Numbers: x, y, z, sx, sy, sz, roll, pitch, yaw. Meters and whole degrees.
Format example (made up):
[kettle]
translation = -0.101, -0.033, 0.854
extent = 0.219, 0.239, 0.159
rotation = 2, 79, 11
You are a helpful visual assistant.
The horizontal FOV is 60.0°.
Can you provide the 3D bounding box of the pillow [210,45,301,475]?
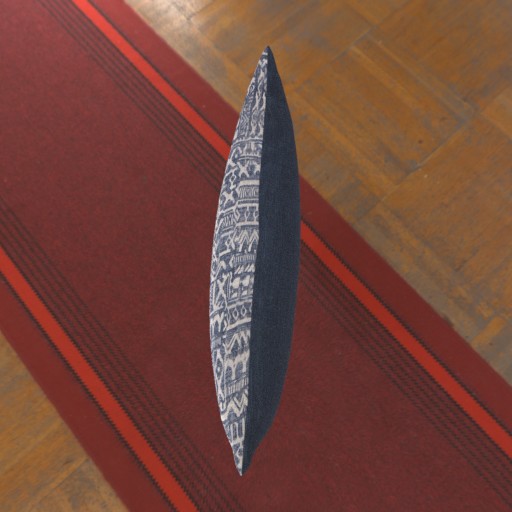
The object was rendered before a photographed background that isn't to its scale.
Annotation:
[pillow]
translation = 0.000, 0.000, 0.740
extent = 0.148, 0.292, 0.631
rotation = 3, 74, 1
